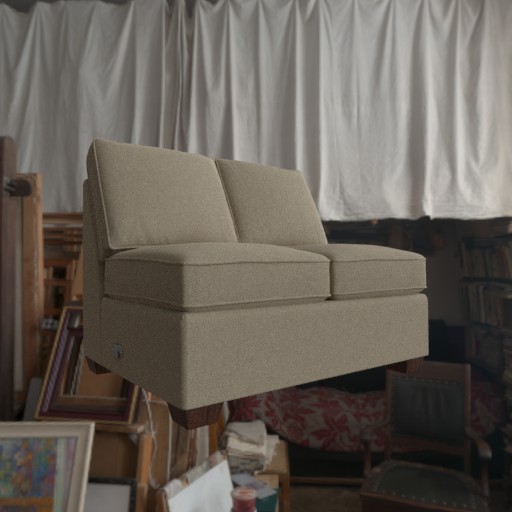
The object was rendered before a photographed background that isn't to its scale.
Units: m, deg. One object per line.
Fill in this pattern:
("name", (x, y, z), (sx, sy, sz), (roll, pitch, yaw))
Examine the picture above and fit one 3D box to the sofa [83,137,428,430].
("sofa", (0.000, 0.000, 1.956), (1.237, 1.008, 0.951), (0, -1, -37))
